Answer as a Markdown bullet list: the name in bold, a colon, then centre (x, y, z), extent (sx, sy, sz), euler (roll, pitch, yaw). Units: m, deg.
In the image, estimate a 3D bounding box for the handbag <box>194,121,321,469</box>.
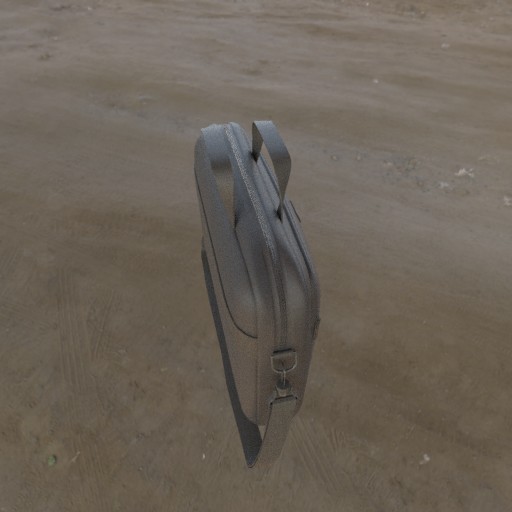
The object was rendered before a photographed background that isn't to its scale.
- **handbag**: centre (0.000, 0.000, 0.585), extent (0.126, 0.330, 0.429), euler (-9, 46, -9)
